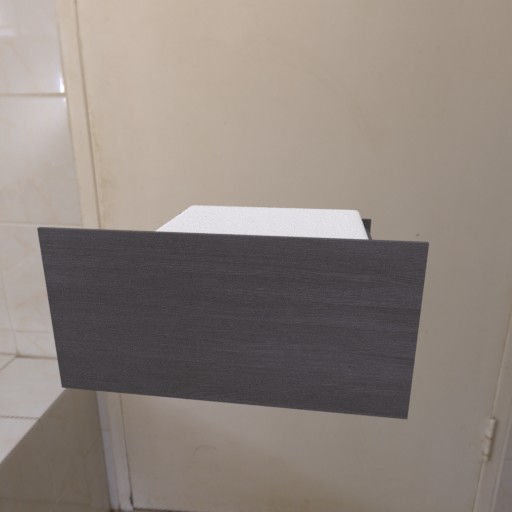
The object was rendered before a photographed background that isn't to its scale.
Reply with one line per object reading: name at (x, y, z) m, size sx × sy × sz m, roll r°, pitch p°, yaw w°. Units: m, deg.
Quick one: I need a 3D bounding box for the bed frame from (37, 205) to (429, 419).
bed frame at (0.000, 0.000, 2.846) m, size 1.622 × 0.800 × 1.960 m, roll 3°, pitch 18°, yaw 8°
